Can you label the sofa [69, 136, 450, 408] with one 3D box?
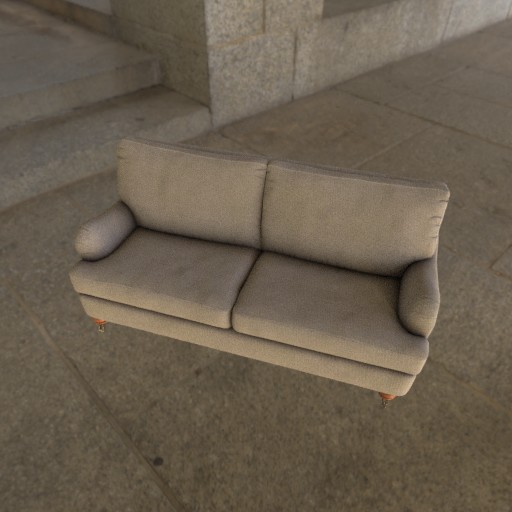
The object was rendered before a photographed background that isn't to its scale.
[{"bbox_3d":[0.000,0.000,2.862,2.193,1.096,1.069,11,42,13],"label":"sofa"}]
